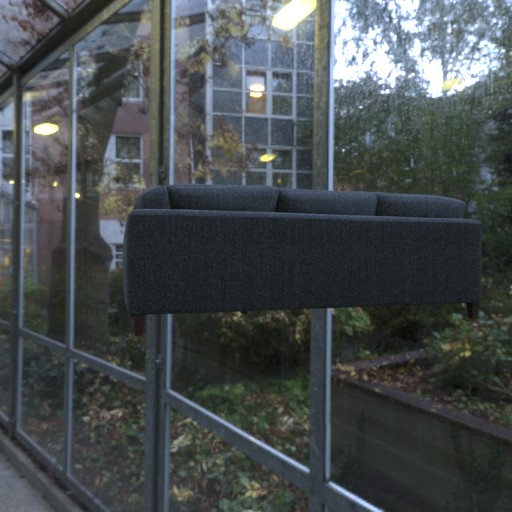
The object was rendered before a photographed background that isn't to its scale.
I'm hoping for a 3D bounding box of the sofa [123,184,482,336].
[{"bbox_3d":[0.000,0.000,4.490,2.593,0.947,3.302,0,0,-17],"label":"sofa"}]
